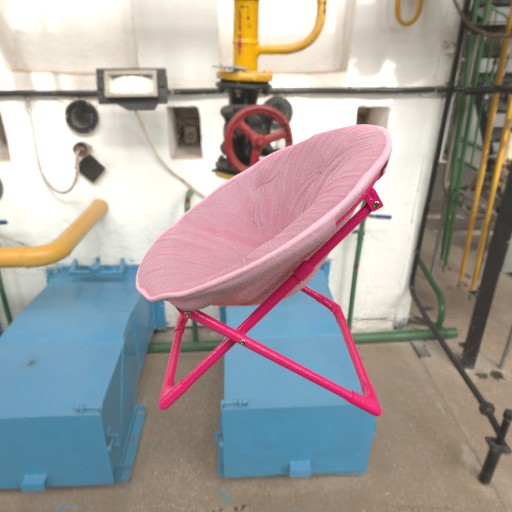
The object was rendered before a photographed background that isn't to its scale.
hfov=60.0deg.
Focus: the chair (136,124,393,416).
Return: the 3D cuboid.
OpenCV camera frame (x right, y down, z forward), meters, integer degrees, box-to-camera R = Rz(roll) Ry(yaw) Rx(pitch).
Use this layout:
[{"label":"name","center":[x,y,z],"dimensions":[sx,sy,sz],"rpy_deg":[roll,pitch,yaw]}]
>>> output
[{"label":"chair","center":[0.000,0.000,0.877],"dimensions":[0.459,0.494,0.522],"rpy_deg":[-1,25,-2]}]
